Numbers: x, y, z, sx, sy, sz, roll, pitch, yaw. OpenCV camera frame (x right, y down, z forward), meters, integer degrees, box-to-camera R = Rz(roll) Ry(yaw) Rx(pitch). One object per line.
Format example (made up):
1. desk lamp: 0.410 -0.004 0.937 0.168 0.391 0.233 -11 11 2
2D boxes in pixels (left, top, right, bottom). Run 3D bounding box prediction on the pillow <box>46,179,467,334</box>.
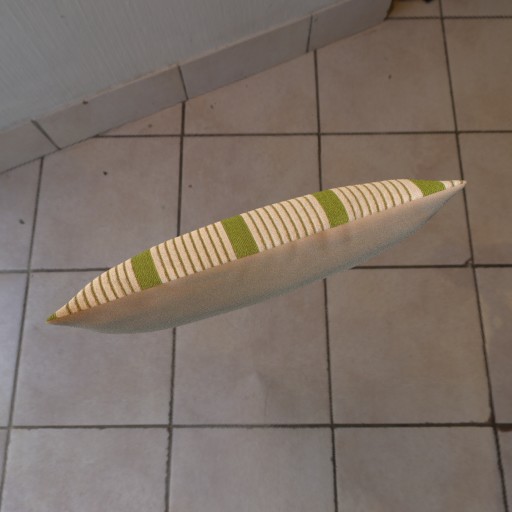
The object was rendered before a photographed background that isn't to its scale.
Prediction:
1. pillow: 0.000 0.000 0.746 0.608 0.292 0.156 -18 76 -5
